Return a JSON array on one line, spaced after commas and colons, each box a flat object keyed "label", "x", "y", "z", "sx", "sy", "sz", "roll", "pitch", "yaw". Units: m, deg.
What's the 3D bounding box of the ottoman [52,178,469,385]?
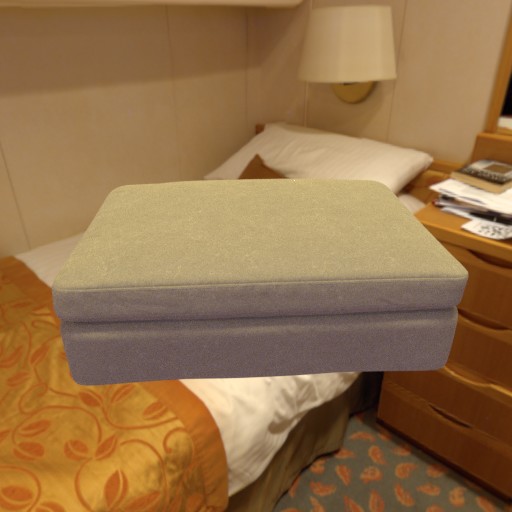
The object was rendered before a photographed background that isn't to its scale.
[{"label": "ottoman", "x": 0.000, "y": 0.000, "z": 1.625, "sx": 1.199, "sy": 0.429, "sz": 0.840, "roll": -2, "pitch": 29, "yaw": -3}]
